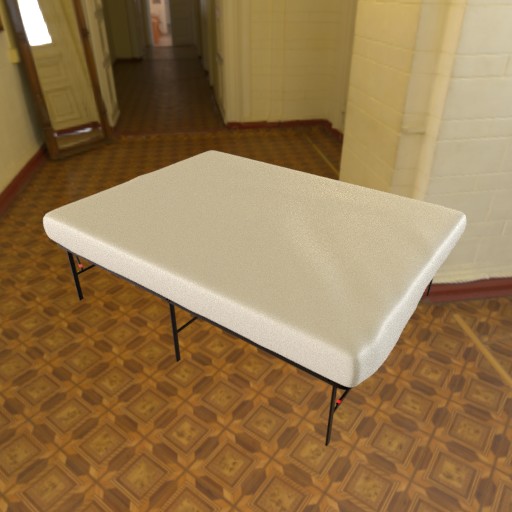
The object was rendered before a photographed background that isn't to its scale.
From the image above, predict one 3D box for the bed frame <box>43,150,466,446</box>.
[{"bbox_3d":[0.000,0.000,2.827,2.151,0.667,1.584,21,37,30],"label":"bed frame"}]
